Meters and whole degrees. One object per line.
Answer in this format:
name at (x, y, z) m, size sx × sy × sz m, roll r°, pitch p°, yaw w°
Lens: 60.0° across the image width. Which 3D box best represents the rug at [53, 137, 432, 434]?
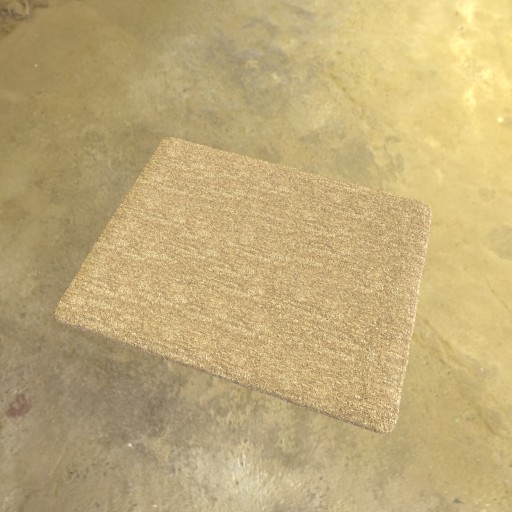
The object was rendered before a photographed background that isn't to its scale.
rug at (0.000, 0.000, 3.941) m, size 2.873 × 0.050 × 2.242 m, roll 16°, pitch 60°, yaw 10°
